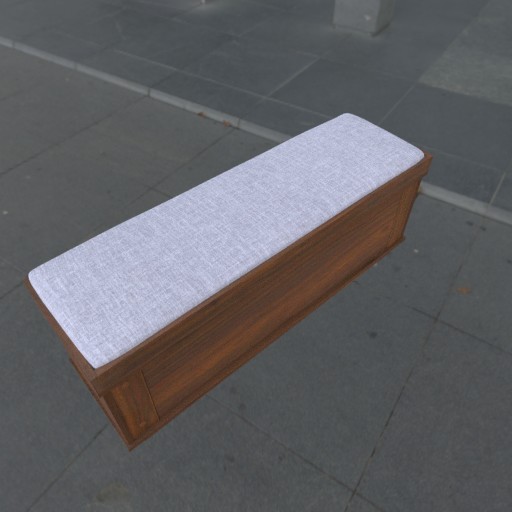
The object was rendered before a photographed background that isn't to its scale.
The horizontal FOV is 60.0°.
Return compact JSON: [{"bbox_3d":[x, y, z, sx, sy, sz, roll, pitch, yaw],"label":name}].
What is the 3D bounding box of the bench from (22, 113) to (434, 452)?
[{"bbox_3d":[0.000,0.000,1.390,1.196,0.468,0.367,-32,54,-27],"label":"bench"}]
